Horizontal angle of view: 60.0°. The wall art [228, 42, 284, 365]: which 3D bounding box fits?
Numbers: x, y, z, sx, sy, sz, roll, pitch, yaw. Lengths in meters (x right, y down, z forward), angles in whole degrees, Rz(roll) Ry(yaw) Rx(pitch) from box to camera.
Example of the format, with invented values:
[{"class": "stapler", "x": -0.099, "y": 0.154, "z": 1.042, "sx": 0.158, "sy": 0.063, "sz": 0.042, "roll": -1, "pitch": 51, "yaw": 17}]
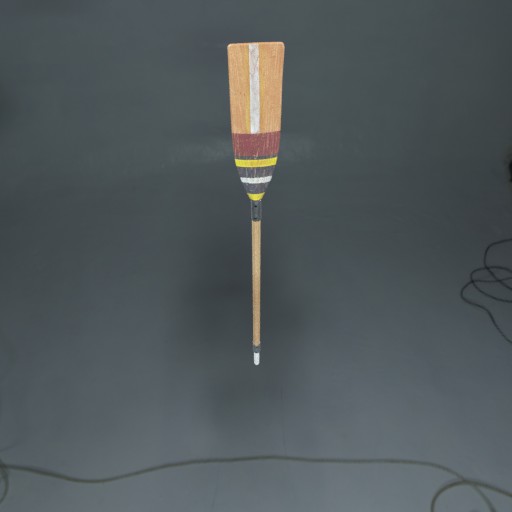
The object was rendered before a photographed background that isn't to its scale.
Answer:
[{"class": "wall art", "x": 0.000, "y": 0.000, "z": 1.687, "sx": 0.146, "sy": 1.556, "sz": 0.038, "roll": -3, "pitch": 46, "yaw": -3}]
